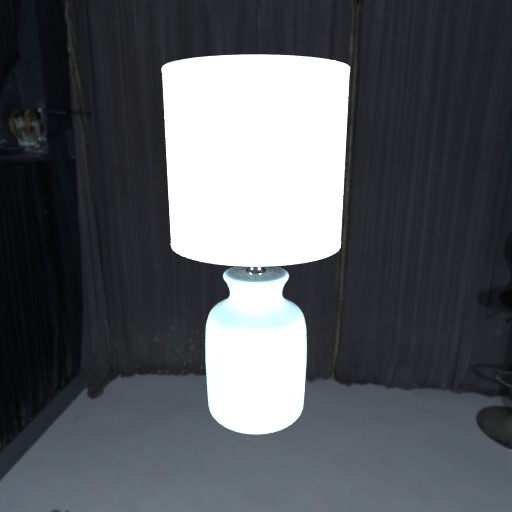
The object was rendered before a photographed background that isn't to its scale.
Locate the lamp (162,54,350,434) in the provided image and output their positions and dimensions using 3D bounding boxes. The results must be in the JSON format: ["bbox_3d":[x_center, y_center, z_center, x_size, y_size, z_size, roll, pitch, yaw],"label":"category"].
[{"bbox_3d":[0.000,0.000,1.119,0.418,0.871,0.418,2,16,6],"label":"lamp"}]
